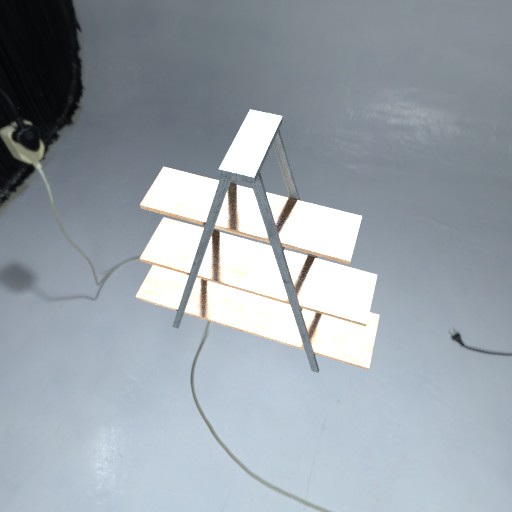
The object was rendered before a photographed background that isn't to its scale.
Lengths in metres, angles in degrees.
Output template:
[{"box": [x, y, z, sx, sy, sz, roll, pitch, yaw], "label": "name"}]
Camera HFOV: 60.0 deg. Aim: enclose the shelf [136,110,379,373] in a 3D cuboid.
[{"box": [0.000, 0.000, 2.713, 1.746, 1.808, 0.508, 15, 57, 10], "label": "shelf"}]
